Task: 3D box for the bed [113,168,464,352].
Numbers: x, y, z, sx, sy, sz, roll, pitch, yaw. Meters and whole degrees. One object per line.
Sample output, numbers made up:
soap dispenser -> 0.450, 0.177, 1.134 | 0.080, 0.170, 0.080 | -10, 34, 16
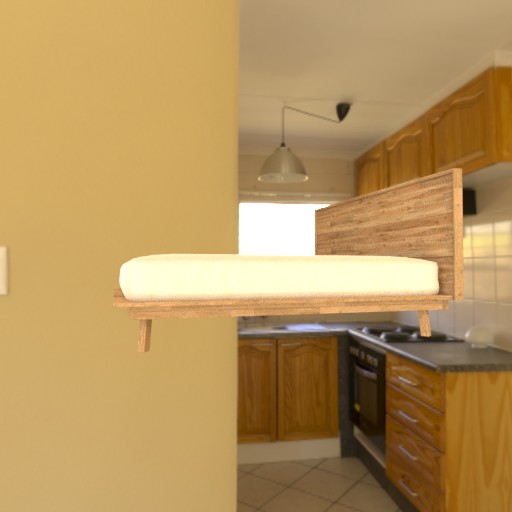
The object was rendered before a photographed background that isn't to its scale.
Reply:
bed -> 0.000, 0.000, 3.559 | 2.167, 1.100, 2.116 | 1, -2, -18
